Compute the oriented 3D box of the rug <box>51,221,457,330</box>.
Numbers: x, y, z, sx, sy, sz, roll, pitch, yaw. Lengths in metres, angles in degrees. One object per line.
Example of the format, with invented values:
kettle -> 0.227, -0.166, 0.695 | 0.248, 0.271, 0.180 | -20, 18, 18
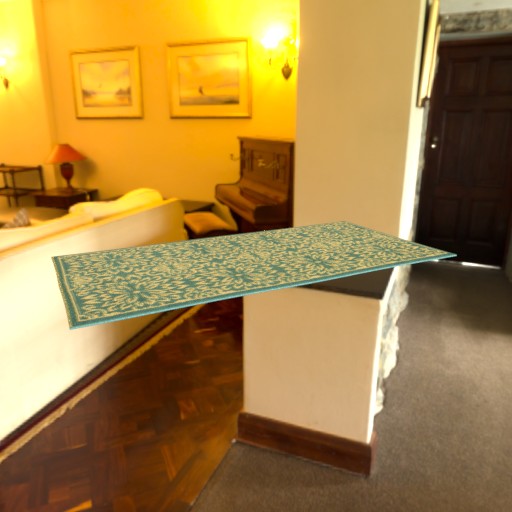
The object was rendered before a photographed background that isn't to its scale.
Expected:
rug -> 0.000, 0.000, 1.482 | 1.219, 0.007, 0.604 | -8, 19, -26
